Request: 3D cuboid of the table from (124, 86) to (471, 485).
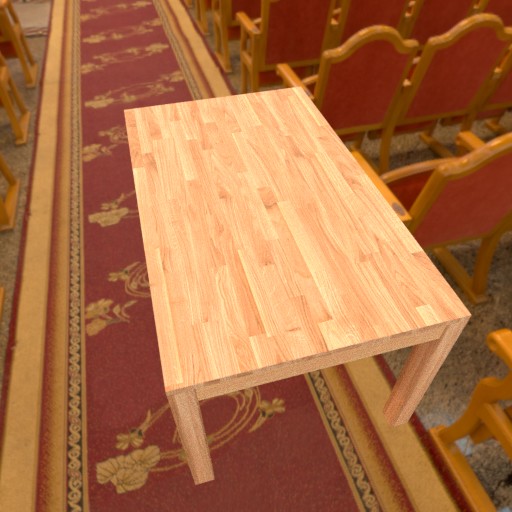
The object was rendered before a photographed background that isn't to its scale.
[{"bbox_3d":[0.000,0.000,1.996,0.900,0.770,1.500,-11,48,-11],"label":"table"}]
